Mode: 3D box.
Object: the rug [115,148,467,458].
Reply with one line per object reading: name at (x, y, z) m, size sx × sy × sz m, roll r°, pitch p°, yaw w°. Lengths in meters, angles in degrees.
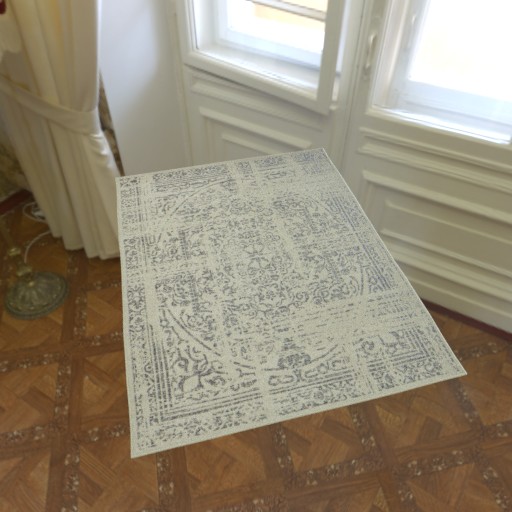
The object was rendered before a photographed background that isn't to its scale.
rug at (0.000, 0.000, 3.853) m, size 2.311 × 0.032 × 2.921 m, roll -10°, pitch 47°, yaw -10°
